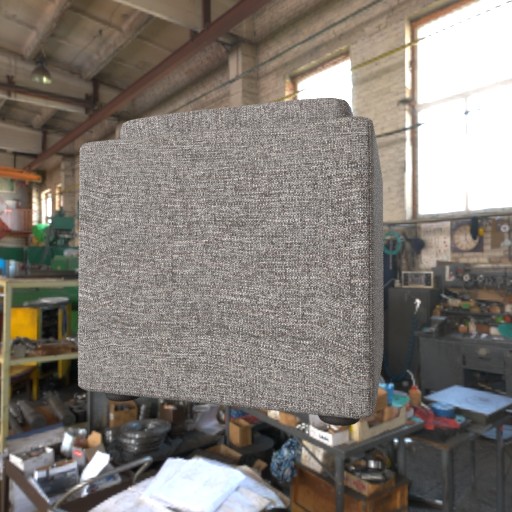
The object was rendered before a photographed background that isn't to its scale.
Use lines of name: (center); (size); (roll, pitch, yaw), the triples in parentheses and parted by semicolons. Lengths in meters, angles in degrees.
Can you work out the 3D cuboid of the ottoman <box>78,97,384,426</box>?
ottoman: (0.000, 0.000, 0.832); (0.450, 0.460, 0.450); (0, -1, 18)
